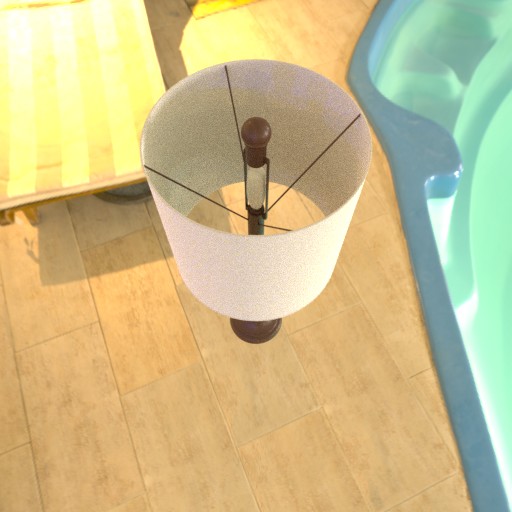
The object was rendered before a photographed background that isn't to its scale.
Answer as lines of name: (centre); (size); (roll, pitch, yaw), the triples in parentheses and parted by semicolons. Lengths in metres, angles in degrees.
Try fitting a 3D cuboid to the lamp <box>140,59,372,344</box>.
lamp: (0.000, 0.000, 0.724); (0.250, 0.597, 0.250); (-16, 63, -8)
